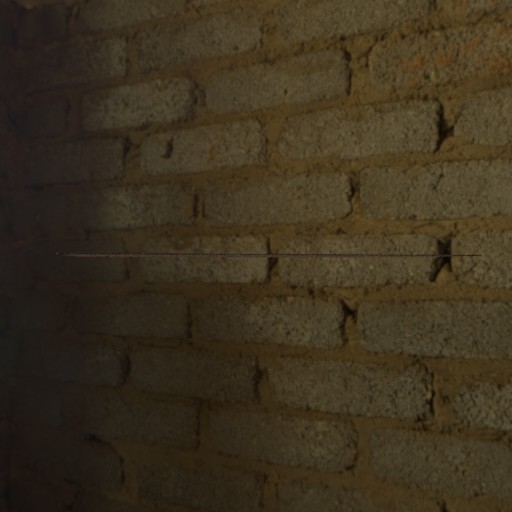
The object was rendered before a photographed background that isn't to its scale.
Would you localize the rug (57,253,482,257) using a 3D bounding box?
[{"bbox_3d":[0.000,0.000,2.365,1.829,0.005,1.219,0,-1,-18],"label":"rug"}]
